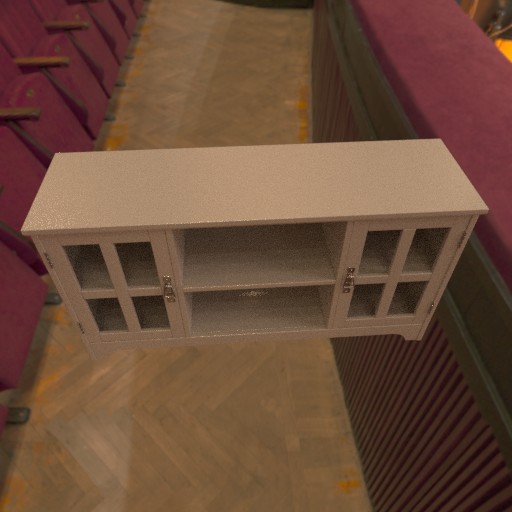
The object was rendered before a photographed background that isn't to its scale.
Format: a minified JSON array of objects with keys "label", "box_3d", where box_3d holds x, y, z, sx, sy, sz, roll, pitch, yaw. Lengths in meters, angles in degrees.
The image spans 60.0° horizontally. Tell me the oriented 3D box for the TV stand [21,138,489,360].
[{"label":"TV stand","box_3d":[0.000,0.000,1.435,1.167,0.603,0.344,-3,45,-3]}]
